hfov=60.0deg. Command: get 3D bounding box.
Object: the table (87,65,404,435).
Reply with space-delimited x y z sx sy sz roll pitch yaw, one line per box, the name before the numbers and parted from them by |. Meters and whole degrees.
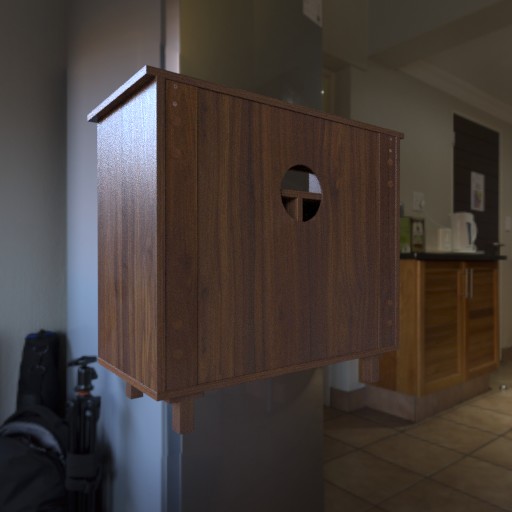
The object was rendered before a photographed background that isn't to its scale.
table | 0.000 0.000 1.230 0.802 0.725 0.390 0 1 -37
